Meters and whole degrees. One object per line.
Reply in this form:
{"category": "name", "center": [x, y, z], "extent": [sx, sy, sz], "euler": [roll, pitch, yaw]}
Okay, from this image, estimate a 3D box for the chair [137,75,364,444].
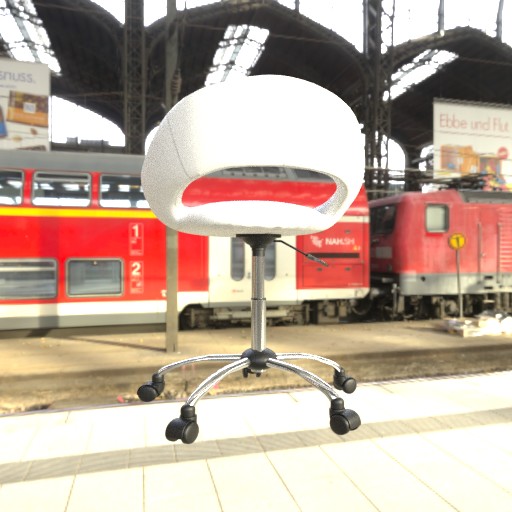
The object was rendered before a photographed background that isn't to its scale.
{"category": "chair", "center": [0.000, 0.000, 1.186], "extent": [0.612, 0.791, 0.538], "euler": [0, 0, -17]}
